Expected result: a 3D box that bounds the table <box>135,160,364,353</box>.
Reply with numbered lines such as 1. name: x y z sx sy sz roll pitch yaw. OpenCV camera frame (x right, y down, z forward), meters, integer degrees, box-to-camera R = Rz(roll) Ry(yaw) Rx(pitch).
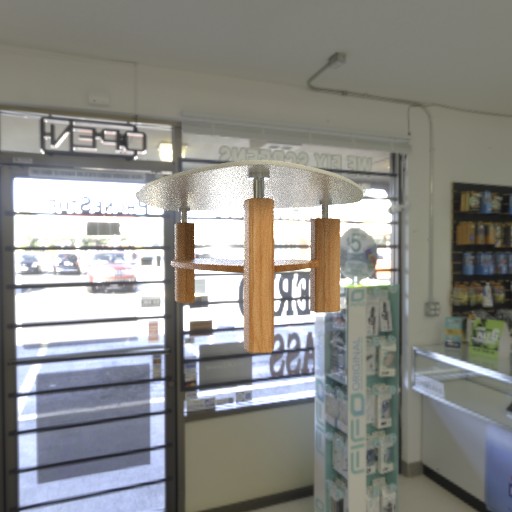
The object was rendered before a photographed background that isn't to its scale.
1. table: 0.000 0.000 1.623 0.850 0.440 1.250 0 1 -19
